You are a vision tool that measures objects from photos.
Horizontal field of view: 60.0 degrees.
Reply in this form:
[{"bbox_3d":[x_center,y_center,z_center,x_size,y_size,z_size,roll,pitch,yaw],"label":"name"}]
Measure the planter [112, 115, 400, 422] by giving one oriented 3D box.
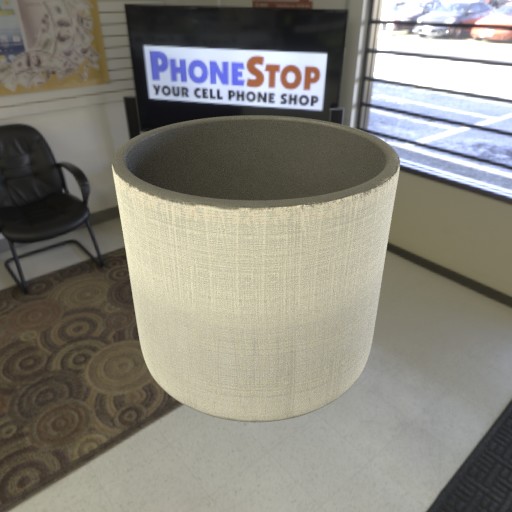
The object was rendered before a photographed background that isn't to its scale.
[{"bbox_3d":[0.000,0.000,0.403,0.226,0.201,0.226,0,31,0],"label":"planter"}]
